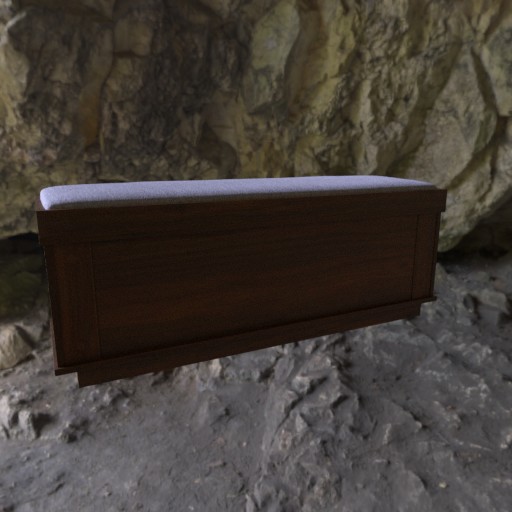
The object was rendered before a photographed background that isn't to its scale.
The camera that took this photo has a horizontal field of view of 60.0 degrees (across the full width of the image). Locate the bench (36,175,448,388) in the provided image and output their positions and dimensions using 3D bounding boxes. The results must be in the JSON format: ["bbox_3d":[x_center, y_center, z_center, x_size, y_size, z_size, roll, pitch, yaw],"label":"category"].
[{"bbox_3d":[0.000,0.000,1.384,1.196,0.468,0.367,-6,15,-25],"label":"bench"}]
